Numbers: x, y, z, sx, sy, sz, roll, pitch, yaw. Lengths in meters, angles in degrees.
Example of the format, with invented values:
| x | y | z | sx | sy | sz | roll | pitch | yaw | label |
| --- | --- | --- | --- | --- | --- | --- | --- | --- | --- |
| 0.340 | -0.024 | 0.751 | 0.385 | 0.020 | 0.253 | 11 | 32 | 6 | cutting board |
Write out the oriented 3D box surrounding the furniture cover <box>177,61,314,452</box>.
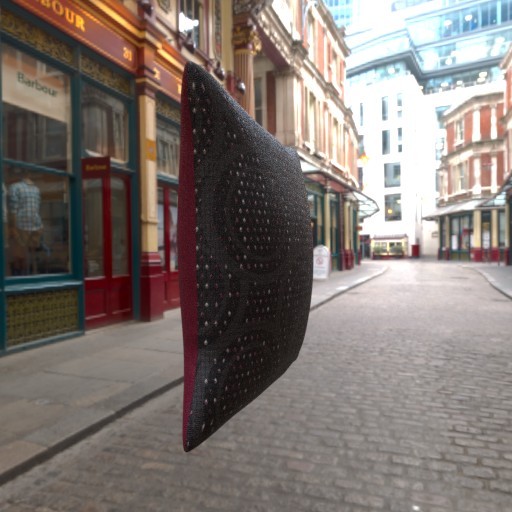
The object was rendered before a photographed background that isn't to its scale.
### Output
| x | y | z | sx | sy | sz | roll | pitch | yaw | label |
| --- | --- | --- | --- | --- | --- | --- | --- | --- | --- |
| 0.000 | 0.000 | 0.826 | 0.193 | 0.509 | 0.552 | 0 | 0 | 19 | furniture cover |
